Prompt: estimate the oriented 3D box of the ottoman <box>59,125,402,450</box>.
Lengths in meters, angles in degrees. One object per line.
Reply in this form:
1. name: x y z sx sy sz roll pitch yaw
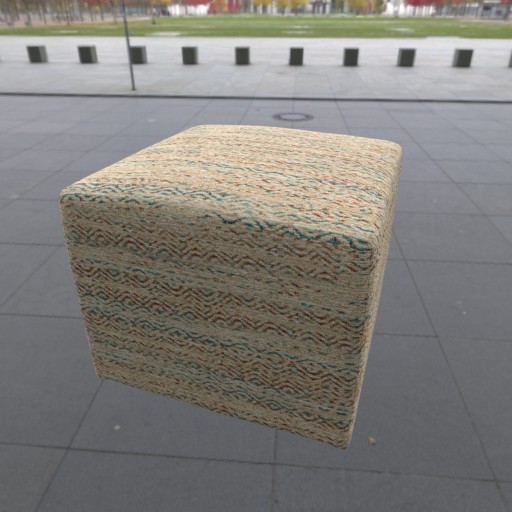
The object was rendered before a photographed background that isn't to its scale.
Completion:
1. ottoman: 0.000 0.000 0.924 0.512 0.453 0.521 10 31 17
